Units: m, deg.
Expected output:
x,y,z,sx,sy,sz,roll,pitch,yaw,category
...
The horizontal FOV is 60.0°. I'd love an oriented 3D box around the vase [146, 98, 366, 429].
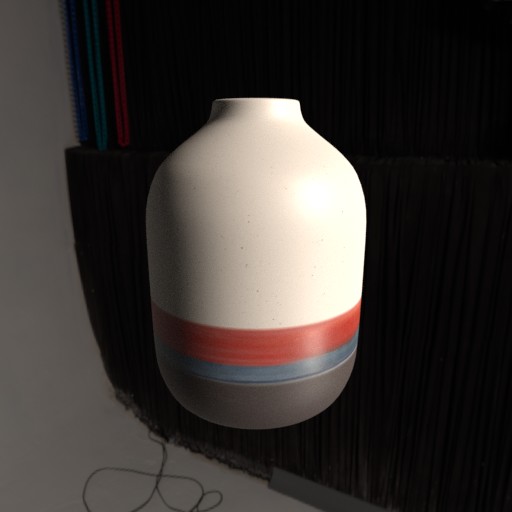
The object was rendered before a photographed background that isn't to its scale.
x,y,z,sx,sy,sz,roll,pitch,yaw,category
0.000,0.000,0.358,0.169,0.237,0.169,0,16,0,vase
